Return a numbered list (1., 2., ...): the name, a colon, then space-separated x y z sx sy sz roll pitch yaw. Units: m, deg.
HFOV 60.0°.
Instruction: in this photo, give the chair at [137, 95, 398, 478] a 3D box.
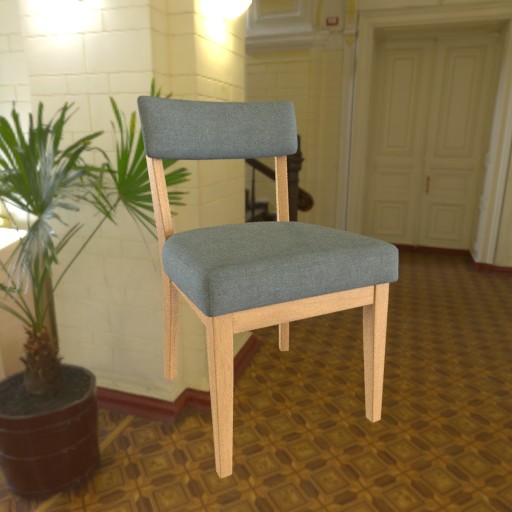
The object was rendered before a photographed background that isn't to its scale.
1. chair: 0.000 0.000 1.195 0.508 0.832 0.572 -8 17 -26
